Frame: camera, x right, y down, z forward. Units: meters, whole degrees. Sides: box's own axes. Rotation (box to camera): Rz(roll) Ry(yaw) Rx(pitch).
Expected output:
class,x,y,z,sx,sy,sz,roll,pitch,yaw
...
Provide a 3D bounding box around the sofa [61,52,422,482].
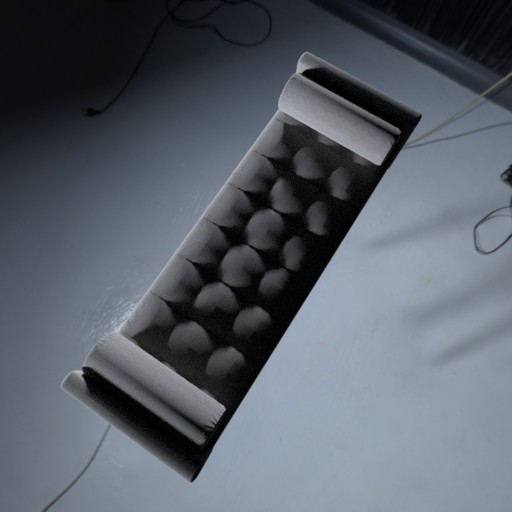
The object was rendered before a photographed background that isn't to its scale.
class,x,y,z,sx,sy,sz,roll,pitch,yaw
sofa,0.000,0.000,2.298,0.686,0.635,1.981,32,77,8
